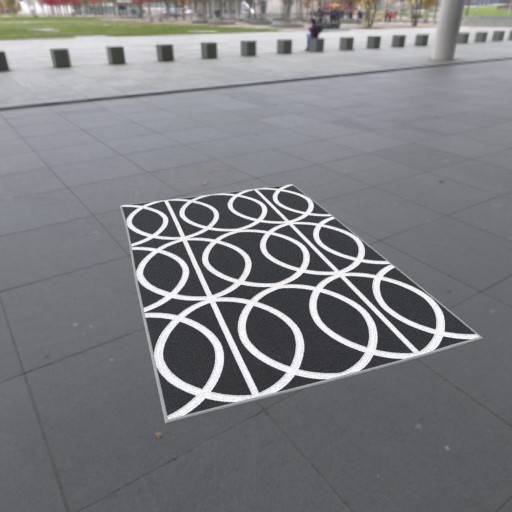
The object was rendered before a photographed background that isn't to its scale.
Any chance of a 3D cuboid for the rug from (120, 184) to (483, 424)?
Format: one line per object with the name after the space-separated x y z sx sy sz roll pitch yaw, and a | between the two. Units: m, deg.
0.000 0.000 2.839 1.526 0.014 2.290 -10 31 -17 | rug
